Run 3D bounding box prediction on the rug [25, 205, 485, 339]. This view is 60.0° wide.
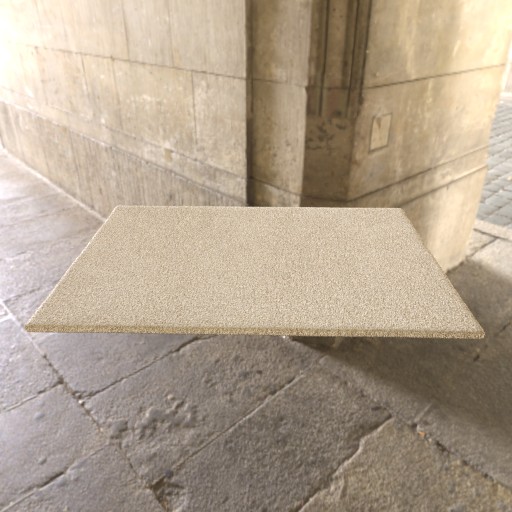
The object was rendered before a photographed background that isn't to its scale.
[{"bbox_3d":[0.000,0.000,2.234,1.778,0.030,1.219,1,29,1],"label":"rug"}]
